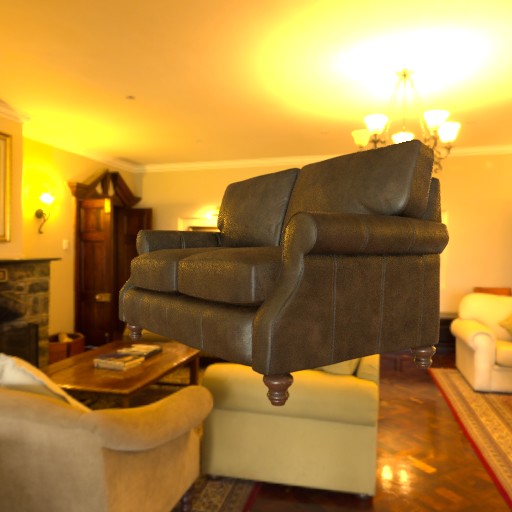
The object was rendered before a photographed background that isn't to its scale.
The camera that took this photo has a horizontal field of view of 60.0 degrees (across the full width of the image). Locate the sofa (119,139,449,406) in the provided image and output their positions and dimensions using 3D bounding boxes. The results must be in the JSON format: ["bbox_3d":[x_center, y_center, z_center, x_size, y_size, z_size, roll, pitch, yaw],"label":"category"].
[{"bbox_3d":[0.000,0.000,2.239,0.990,0.976,1.616,0,0,-35],"label":"sofa"}]
